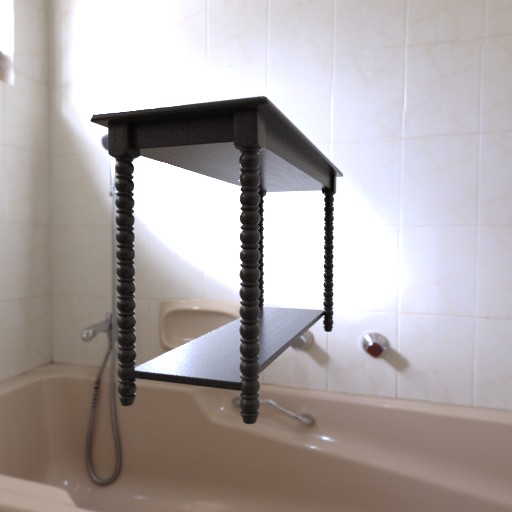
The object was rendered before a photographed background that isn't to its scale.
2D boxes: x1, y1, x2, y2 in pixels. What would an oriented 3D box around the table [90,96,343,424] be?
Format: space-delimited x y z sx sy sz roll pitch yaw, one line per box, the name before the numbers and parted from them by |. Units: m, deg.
table | 0.000 0.000 1.583 0.459 0.735 1.184 1 2 19
